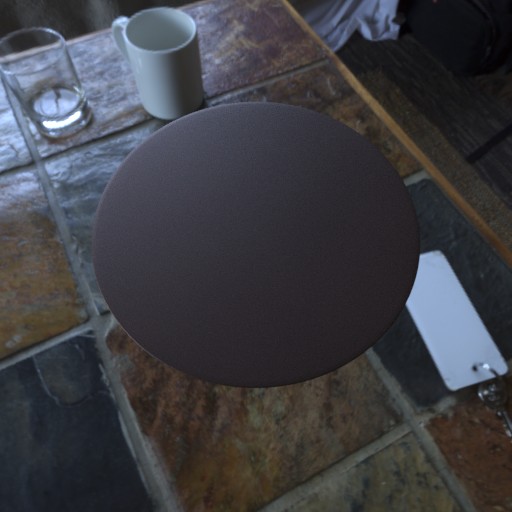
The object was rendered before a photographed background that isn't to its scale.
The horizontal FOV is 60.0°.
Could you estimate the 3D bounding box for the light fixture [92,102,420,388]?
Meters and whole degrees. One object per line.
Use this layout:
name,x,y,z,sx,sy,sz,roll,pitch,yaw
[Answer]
light fixture,0.000,0.000,0.441,0.280,0.135,0.280,0,63,0
